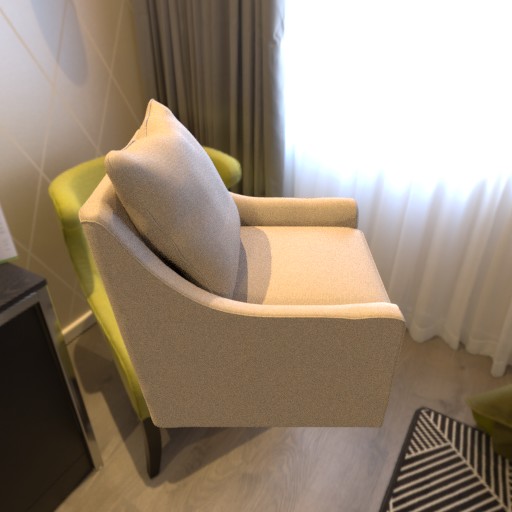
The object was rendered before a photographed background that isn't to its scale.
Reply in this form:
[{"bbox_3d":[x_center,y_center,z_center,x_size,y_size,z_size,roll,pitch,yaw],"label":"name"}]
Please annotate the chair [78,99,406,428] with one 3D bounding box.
[{"bbox_3d":[0.000,0.000,1.559,0.876,0.942,0.760,0,33,0],"label":"chair"}]
